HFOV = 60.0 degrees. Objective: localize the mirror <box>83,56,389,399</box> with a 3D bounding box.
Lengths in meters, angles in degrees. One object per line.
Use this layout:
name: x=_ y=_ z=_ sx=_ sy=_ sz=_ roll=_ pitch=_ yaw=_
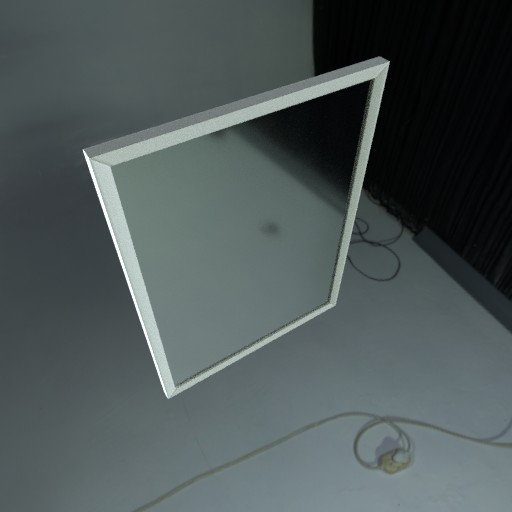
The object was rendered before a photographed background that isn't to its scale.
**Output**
mirror: x=0.000 y=0.000 z=1.346 sx=0.762 sy=1.016 sz=0.040 roll=-25 pitch=52 yaw=-21
